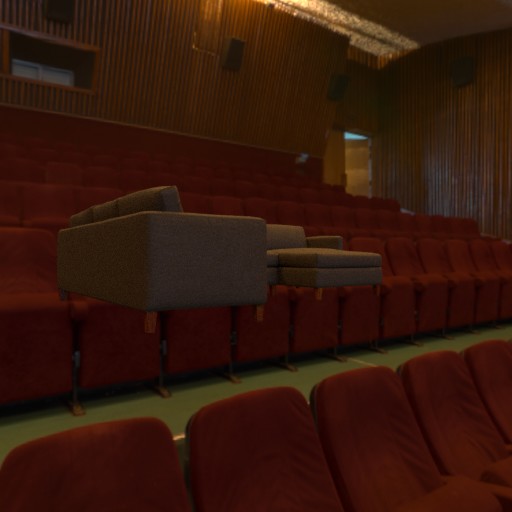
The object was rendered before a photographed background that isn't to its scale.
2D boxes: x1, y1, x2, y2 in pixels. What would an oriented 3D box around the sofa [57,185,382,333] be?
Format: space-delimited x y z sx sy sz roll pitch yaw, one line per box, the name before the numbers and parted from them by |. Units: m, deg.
sofa | 0.000 0.000 4.710 3.460 0.961 2.594 0 0 -36
